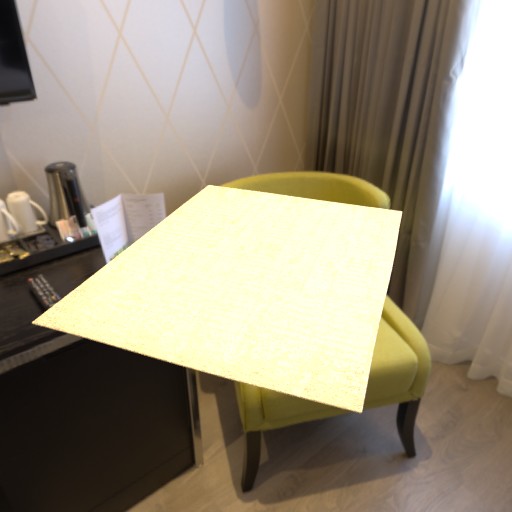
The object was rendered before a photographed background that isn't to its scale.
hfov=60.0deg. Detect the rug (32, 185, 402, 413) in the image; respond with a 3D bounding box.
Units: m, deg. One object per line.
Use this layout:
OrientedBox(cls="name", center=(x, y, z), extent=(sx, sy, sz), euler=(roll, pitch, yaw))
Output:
OrientedBox(cls="rug", center=(0.000, 0.000, 4.174), extent=(2.447, 0.014, 3.061), euler=(10, 31, 17))
